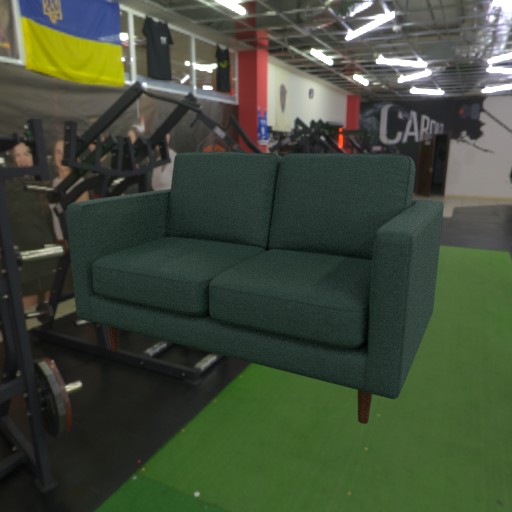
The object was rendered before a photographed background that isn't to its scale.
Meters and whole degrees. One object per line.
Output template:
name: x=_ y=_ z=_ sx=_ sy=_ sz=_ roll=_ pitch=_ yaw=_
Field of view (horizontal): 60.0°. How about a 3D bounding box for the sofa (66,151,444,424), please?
sofa: x=0.000 y=0.000 z=1.975 sx=1.430 sy=0.899 sz=0.879 roll=7 pitch=16 yaw=27
